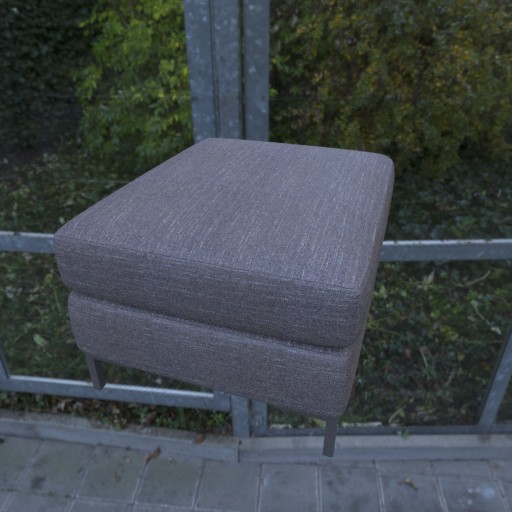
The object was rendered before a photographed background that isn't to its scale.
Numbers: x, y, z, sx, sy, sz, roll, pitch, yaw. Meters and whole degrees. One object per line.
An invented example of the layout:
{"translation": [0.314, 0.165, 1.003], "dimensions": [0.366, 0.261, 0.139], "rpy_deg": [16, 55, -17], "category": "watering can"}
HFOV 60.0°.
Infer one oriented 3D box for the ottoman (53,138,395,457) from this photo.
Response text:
{"translation": [0.000, 0.000, 1.248], "dimensions": [0.671, 0.490, 0.820], "rpy_deg": [10, 31, 16], "category": "ottoman"}
